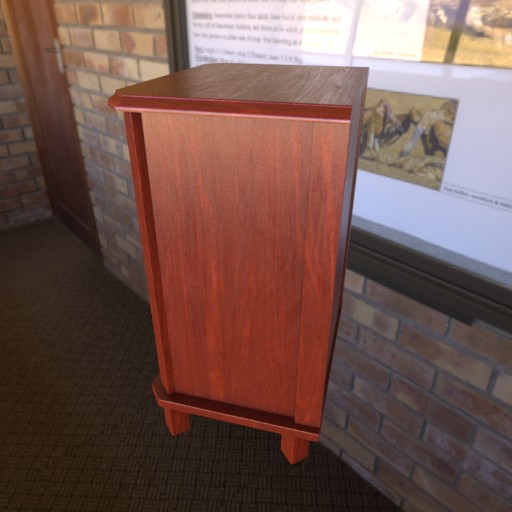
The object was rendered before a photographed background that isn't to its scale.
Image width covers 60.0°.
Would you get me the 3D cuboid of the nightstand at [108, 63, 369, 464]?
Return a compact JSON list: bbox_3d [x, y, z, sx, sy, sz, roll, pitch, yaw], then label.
[{"bbox_3d":[0.000,0.000,0.905,0.351,0.681,0.435,8,30,13],"label":"nightstand"}]
